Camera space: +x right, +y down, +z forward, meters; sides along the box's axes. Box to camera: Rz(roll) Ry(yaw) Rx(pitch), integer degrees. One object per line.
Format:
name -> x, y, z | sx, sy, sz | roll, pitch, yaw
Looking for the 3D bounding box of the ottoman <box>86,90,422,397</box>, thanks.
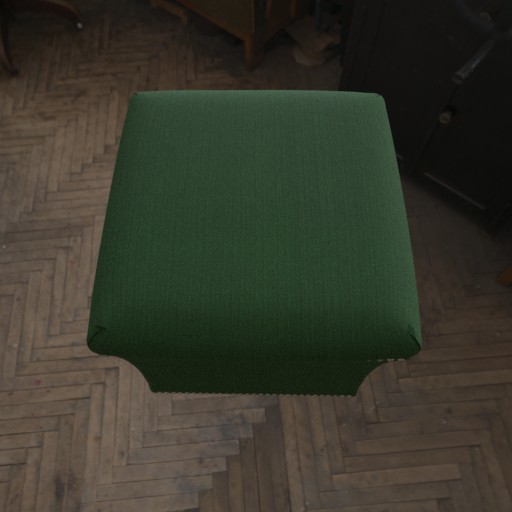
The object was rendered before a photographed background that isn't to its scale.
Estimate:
ottoman -> 0.000, 0.000, 0.904 | 0.497, 0.475, 0.507 | 1, 64, 0
